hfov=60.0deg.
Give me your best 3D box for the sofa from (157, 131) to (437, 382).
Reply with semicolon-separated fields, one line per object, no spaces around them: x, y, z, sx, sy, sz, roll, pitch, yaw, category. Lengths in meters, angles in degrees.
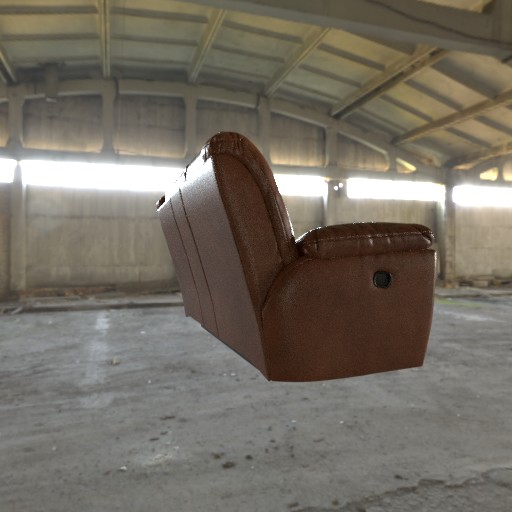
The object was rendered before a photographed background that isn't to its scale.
0.000;0.000;2.636;0.991;1.043;2.058;0;0;-18;sofa
